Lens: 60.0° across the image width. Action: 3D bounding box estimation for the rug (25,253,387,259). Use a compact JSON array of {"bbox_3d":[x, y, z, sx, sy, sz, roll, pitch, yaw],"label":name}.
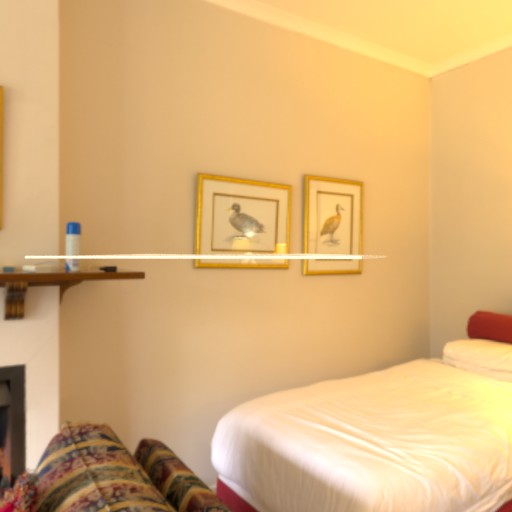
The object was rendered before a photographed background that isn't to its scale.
[{"bbox_3d":[0.000,0.000,3.155,1.706,0.026,2.438,0,0,19],"label":"rug"}]
